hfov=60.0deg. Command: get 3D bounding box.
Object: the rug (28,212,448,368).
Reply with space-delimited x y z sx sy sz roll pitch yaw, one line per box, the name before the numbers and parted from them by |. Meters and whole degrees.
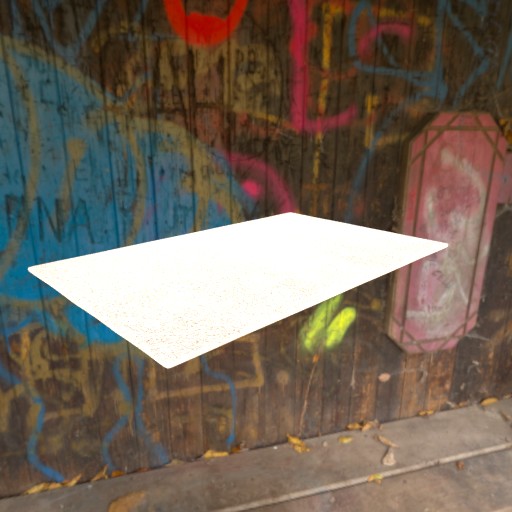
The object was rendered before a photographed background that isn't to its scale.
rug | 0.000 0.000 3.397 2.743 0.030 1.778 -16 23 -41
